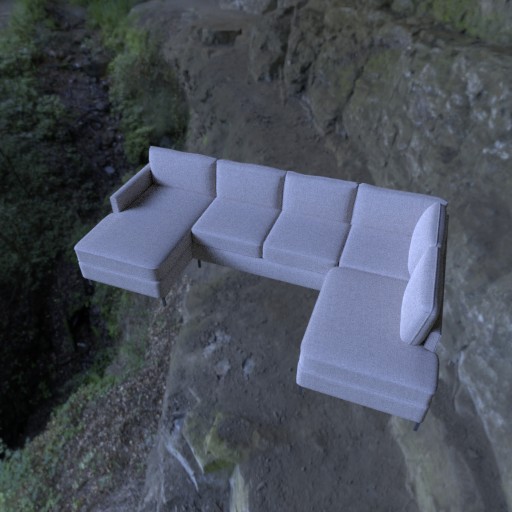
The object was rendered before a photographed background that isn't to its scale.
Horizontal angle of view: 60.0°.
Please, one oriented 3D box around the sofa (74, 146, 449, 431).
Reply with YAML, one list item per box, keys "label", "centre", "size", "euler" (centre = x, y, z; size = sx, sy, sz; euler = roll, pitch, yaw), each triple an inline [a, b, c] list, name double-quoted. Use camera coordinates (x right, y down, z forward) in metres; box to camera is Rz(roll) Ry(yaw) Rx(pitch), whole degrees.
- label: "sofa"
  centre: [0.000, 0.000, 4.261]
  size: [3.423, 0.996, 2.021]
  euler: [13, 42, 15]
